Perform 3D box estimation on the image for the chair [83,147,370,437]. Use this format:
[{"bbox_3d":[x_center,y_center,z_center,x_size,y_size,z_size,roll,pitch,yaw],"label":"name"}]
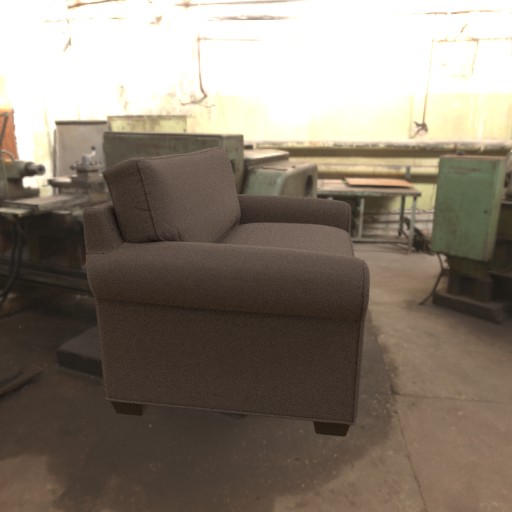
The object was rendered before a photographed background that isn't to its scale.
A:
[{"bbox_3d":[0.000,0.000,2.021,0.930,0.930,1.390,2,16,9],"label":"chair"}]
